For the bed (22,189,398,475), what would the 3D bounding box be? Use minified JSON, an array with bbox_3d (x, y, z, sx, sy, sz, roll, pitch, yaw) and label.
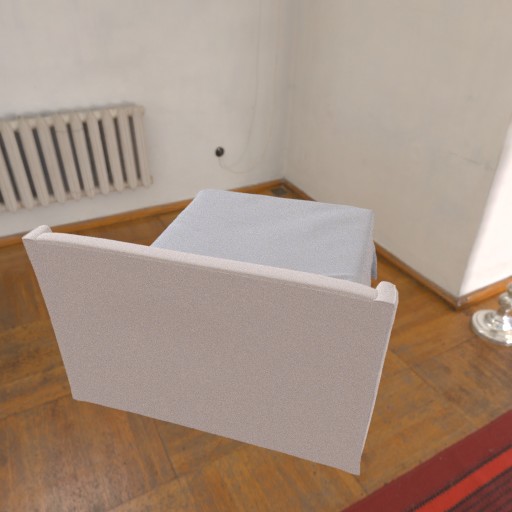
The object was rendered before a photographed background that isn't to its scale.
[{"bbox_3d":[0.000,0.000,3.336,1.925,1.332,2.276,9,34,14],"label":"bed"}]
